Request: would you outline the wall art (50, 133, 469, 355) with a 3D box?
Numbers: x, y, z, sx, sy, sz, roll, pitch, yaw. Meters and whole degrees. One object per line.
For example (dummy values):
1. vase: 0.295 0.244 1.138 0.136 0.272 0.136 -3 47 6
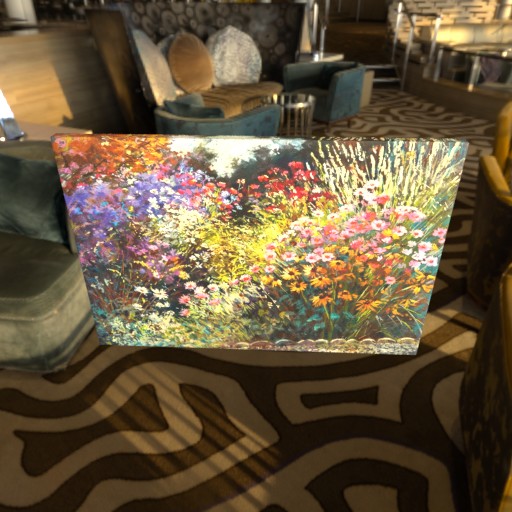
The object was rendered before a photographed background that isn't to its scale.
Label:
1. wall art: 0.000 0.000 1.414 1.136 0.760 0.042 1 31 2
